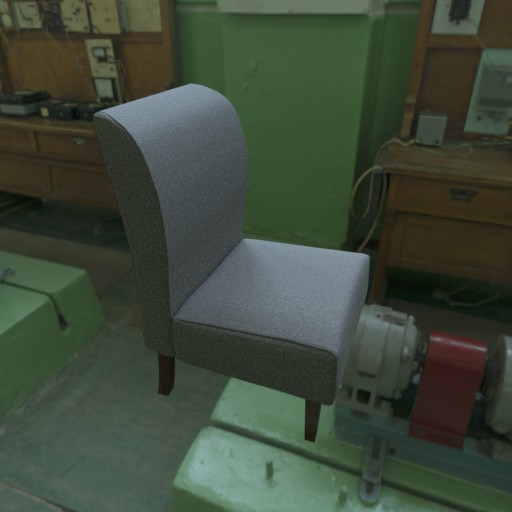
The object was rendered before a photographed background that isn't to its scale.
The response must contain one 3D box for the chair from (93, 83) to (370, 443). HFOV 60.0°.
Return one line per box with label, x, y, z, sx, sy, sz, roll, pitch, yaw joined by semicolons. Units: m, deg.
chair;0.000;0.000;1.214;0.592;0.804;0.513;10;31;17
